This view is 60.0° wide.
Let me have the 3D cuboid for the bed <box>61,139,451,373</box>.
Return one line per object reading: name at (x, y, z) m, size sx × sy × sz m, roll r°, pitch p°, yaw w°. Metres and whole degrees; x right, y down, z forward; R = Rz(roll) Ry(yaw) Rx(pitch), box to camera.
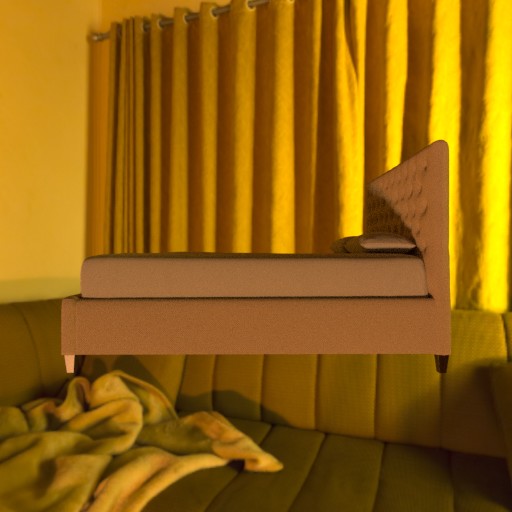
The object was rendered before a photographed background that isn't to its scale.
bed at (0.000, 0.000, 3.525) m, size 2.387 × 1.427 × 1.698 m, roll 0°, pitch 0°, yaw 0°
